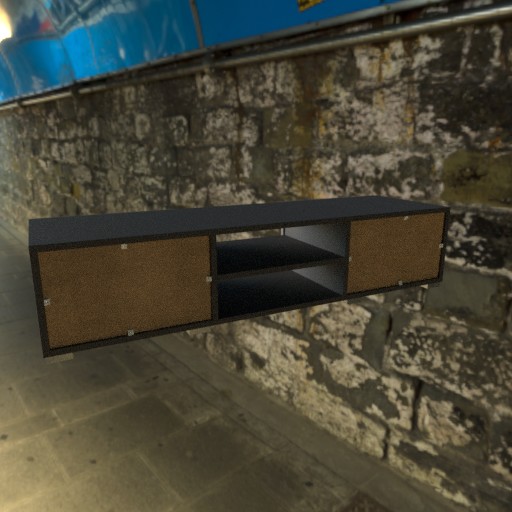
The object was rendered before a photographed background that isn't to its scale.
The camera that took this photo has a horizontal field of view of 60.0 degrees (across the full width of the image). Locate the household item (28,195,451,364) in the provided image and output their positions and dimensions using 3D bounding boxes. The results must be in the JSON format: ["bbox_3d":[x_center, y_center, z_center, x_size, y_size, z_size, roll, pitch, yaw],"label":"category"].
[{"bbox_3d":[0.000,0.000,1.561,1.400,0.310,0.420,-7,16,-25],"label":"household item"}]
